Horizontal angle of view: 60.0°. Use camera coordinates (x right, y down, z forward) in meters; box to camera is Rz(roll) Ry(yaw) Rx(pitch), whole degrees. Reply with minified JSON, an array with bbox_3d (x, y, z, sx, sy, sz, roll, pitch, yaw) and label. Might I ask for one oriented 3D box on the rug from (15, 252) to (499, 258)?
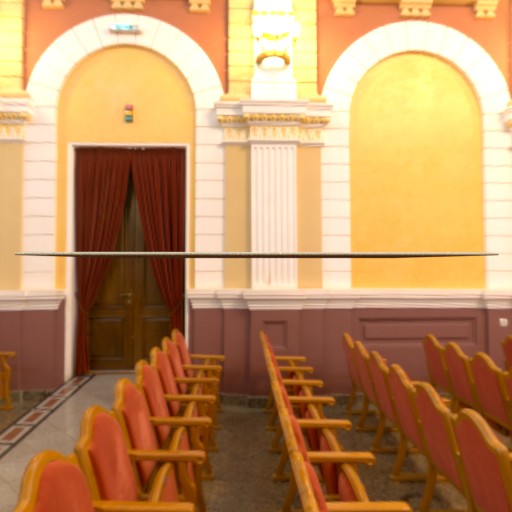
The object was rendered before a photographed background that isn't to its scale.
[{"bbox_3d":[0.000,0.000,2.287,1.840,0.012,1.219,0,-1,-2],"label":"rug"}]
